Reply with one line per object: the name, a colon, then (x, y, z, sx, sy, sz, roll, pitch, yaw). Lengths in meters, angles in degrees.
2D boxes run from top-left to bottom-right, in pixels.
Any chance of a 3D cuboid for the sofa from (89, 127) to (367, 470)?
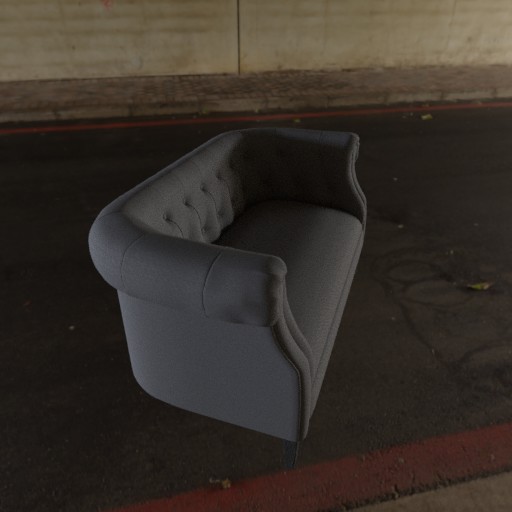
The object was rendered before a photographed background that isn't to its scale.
sofa: (0.000, 0.000, 2.005, 0.835, 0.827, 1.558, 10, 32, 17)
